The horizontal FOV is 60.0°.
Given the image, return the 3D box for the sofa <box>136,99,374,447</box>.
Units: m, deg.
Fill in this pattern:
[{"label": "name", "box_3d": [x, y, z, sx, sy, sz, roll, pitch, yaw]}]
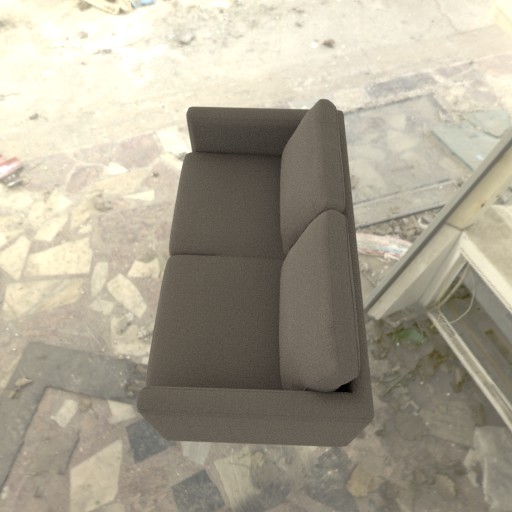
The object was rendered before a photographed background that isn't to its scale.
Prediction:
[{"label": "sofa", "box_3d": [0.000, 0.000, 2.285, 0.940, 0.866, 1.713, 2, 57, 1]}]
